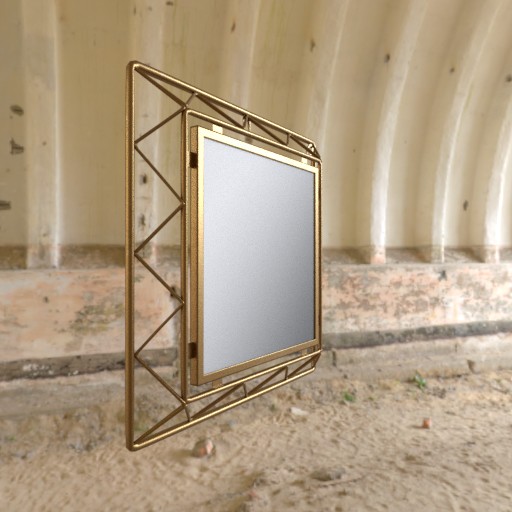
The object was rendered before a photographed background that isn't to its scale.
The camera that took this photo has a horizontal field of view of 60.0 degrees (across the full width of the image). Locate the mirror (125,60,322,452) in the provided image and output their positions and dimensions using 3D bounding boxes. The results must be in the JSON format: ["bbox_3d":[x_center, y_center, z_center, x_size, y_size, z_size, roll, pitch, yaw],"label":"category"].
[{"bbox_3d":[0.000,0.000,0.619,0.046,0.414,0.416,0,0,35],"label":"mirror"}]
